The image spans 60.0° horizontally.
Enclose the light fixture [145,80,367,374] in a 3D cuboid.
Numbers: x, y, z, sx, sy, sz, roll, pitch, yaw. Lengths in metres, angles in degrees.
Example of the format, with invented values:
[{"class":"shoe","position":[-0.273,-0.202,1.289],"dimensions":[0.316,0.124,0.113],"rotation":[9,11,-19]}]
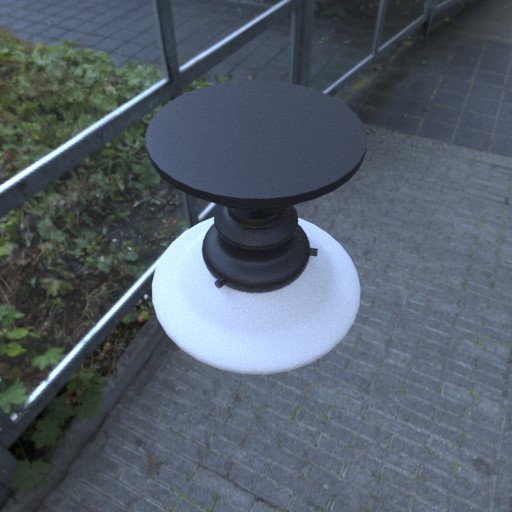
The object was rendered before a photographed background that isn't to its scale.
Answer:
[{"class":"light fixture","position":[0.000,0.000,0.398],"dimensions":[0.197,0.254,0.197],"rotation":[0,46,0]}]
